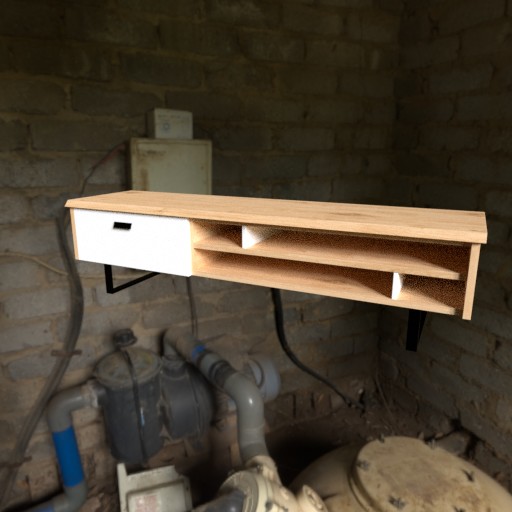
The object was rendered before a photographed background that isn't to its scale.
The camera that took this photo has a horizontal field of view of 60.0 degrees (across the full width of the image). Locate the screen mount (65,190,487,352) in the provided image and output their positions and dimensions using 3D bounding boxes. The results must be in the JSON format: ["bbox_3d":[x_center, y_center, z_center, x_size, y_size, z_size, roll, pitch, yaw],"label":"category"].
[{"bbox_3d":[0.000,0.000,1.888,1.700,0.430,0.450,7,16,25],"label":"screen mount"}]
